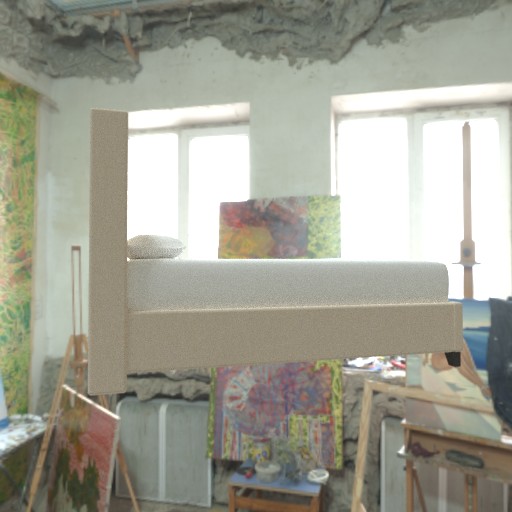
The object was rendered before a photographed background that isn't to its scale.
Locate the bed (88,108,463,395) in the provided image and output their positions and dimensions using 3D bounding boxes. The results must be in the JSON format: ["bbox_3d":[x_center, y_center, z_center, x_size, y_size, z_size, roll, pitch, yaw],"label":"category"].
[{"bbox_3d":[0.000,0.000,3.423,2.293,1.471,1.778,0,-1,-16],"label":"bed"}]
